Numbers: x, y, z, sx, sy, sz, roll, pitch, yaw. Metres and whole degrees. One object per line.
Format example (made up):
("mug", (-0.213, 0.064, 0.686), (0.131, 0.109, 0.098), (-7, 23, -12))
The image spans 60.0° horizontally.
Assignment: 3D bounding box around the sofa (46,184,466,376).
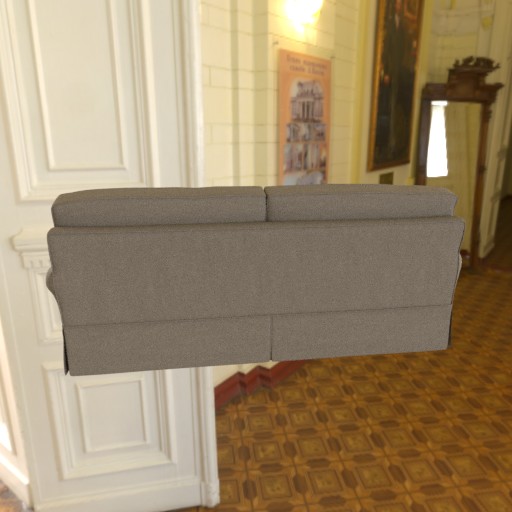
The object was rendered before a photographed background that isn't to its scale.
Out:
("sofa", (0.000, 0.000, 2.749), (2.248, 0.943, 0.991), (-2, 16, -8))
